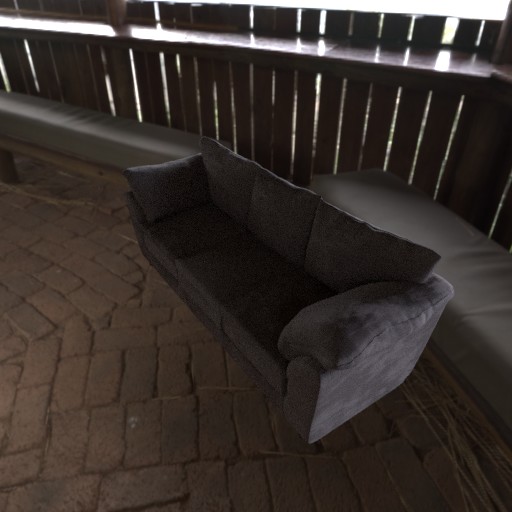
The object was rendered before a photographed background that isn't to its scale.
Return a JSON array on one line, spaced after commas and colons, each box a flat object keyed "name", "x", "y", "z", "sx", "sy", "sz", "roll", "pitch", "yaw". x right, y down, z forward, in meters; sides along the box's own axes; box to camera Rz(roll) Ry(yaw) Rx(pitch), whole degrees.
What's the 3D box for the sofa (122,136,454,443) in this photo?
[{"name": "sofa", "x": 0.000, "y": 0.000, "z": 2.872, "sx": 0.893, "sy": 0.981, "sz": 2.377, "roll": -21, "pitch": 39, "yaw": -28}]
